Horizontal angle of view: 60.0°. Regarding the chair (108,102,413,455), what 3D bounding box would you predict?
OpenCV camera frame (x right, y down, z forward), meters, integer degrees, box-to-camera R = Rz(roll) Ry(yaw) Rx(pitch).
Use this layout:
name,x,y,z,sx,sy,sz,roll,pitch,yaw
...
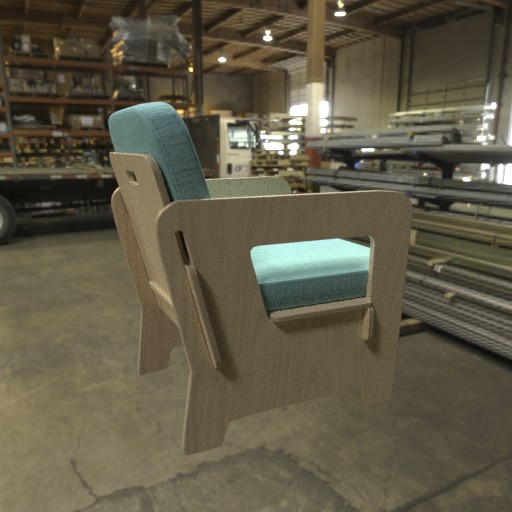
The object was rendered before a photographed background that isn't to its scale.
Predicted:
name,x,y,z,sx,sy,sz,roll,pitch,yaw
chair,0.000,0.000,1.271,0.710,0.800,0.590,-7,16,-27
